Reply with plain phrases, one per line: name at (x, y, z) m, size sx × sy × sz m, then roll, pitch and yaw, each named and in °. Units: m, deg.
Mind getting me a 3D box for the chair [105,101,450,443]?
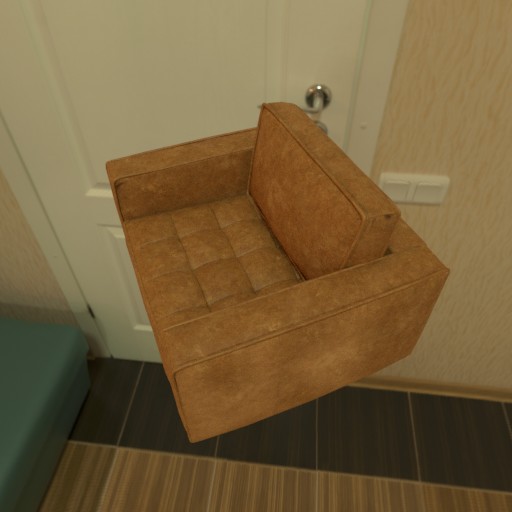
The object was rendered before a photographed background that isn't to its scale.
chair at (0.000, 0.000, 1.513) m, size 0.798 × 0.767 × 0.928 m, roll -17°, pitch 49°, yaw -15°
